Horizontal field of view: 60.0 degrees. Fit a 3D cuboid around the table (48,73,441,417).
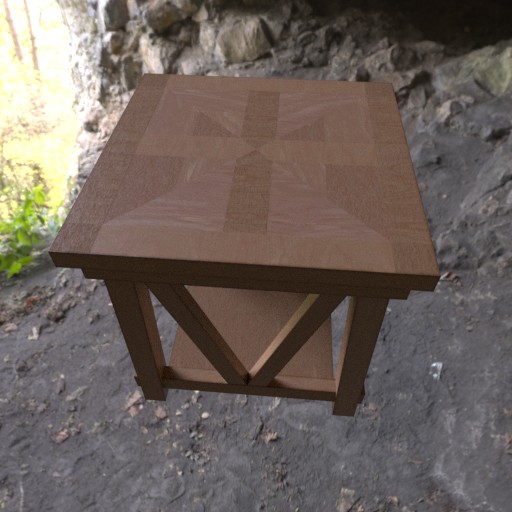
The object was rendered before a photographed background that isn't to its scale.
[{"bbox_3d":[0.000,0.000,1.126,0.612,0.638,0.610,4,48,3],"label":"table"}]
